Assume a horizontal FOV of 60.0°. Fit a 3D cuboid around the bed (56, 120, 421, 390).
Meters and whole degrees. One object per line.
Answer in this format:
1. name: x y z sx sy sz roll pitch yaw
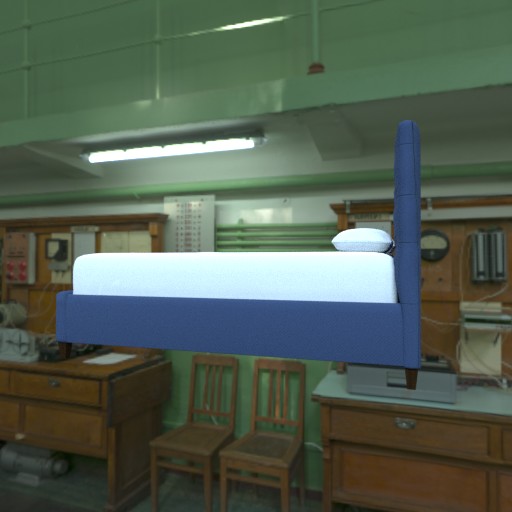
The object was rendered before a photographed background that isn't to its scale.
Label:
1. bed: 0.000 0.000 3.489 2.387 1.427 1.706 0 0 19
